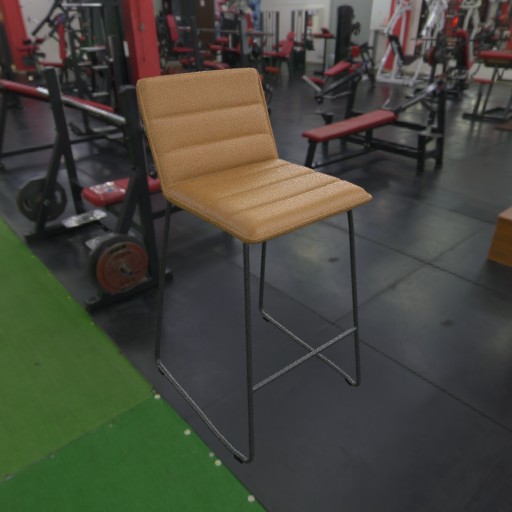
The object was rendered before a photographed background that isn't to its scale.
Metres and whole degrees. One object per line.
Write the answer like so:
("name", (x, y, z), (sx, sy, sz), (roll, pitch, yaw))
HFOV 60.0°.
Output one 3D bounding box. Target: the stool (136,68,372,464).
("stool", (0.000, 0.000, 1.266), (0.489, 0.936, 0.524), (-21, 36, -33))
